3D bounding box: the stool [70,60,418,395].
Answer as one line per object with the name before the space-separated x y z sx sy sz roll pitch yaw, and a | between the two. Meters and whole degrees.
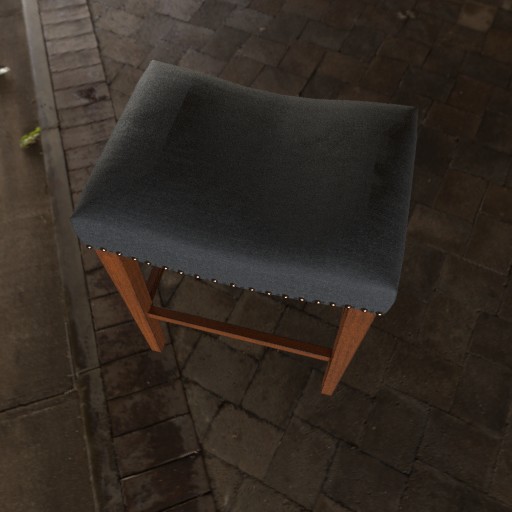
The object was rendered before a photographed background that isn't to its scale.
stool | 0.000 0.000 0.846 0.439 0.612 0.320 13 64 6
